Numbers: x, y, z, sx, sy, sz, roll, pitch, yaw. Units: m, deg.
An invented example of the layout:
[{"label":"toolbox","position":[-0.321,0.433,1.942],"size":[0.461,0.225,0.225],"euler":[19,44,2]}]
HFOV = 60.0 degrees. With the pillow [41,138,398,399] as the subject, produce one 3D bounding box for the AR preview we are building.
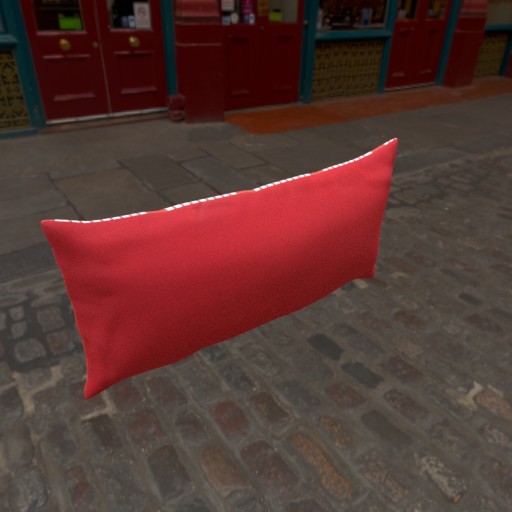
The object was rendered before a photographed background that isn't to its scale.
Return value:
[{"label":"pillow","position":[0.000,0.000,0.728],"size":[0.608,0.297,0.151],"euler":[-19,35,-29]}]
